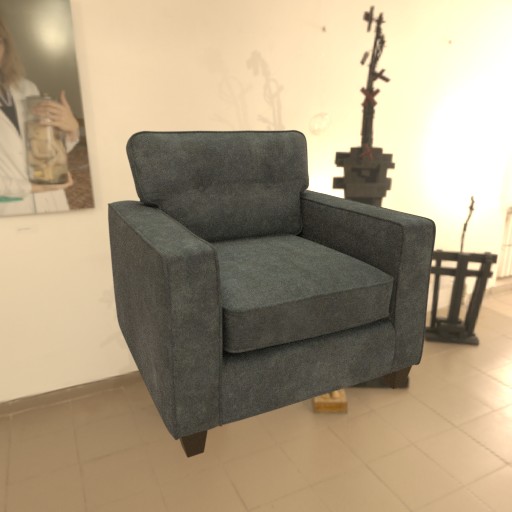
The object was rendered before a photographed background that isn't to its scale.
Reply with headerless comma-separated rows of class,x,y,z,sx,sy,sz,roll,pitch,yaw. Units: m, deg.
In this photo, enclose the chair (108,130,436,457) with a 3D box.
chair,0.000,0.000,1.782,1.015,0.965,0.939,-8,18,-25
